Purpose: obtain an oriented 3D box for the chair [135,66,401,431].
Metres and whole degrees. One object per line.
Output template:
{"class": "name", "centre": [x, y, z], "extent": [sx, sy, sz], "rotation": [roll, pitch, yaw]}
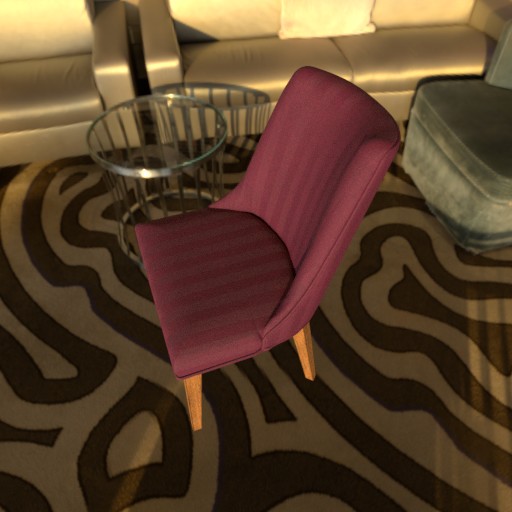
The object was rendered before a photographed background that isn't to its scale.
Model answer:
{"class": "chair", "centre": [0.000, 0.000, 1.322], "extent": [0.638, 0.916, 0.548], "rotation": [-15, 49, -14]}
